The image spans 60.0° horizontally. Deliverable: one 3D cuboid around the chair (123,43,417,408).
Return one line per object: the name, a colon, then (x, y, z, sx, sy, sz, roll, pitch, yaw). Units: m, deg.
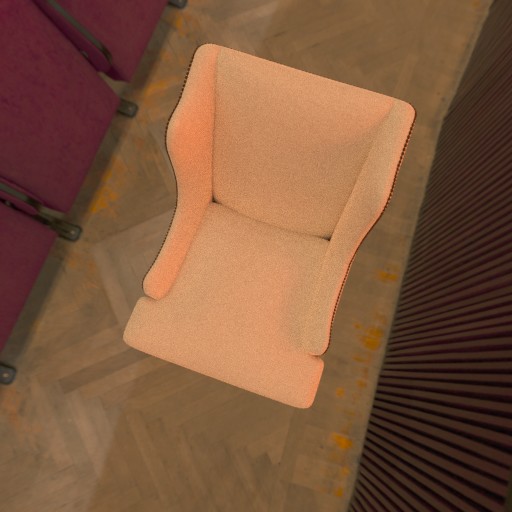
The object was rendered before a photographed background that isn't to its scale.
chair: (0.000, 0.000, 1.668, 0.737, 1.029, 0.940, 19, 76, 5)
